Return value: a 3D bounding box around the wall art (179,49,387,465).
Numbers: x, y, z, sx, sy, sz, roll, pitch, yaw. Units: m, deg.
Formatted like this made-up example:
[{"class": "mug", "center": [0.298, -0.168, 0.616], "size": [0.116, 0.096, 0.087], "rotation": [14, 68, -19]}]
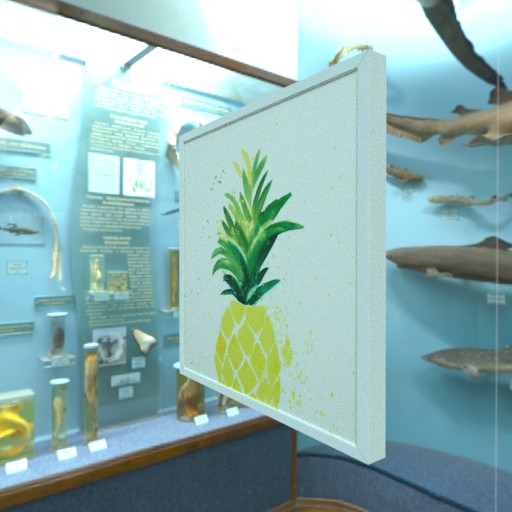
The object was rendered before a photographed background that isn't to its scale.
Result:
[{"class": "wall art", "center": [0.000, 0.000, 0.456], "size": [0.020, 0.307, 0.307], "rotation": [0, 1, -36]}]
